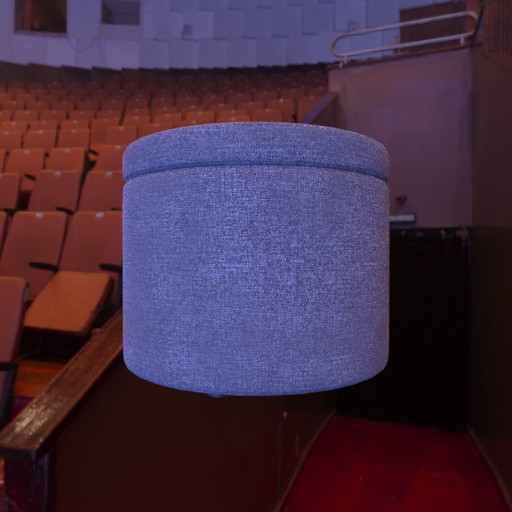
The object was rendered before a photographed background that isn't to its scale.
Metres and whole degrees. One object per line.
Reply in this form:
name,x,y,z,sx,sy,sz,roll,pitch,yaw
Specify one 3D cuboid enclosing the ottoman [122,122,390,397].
ottoman,0.000,0.000,0.869,0.500,0.419,0.500,0,1,0
